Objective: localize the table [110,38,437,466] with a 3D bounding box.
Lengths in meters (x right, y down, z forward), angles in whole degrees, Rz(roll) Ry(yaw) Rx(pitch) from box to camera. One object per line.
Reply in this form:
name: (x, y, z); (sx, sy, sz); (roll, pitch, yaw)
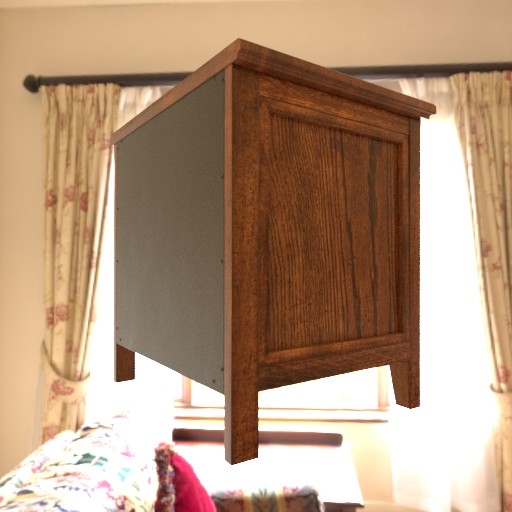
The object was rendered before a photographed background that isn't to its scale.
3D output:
table: (0.000, 0.000, 0.975); (0.461, 0.597, 0.586); (0, -1, -35)
